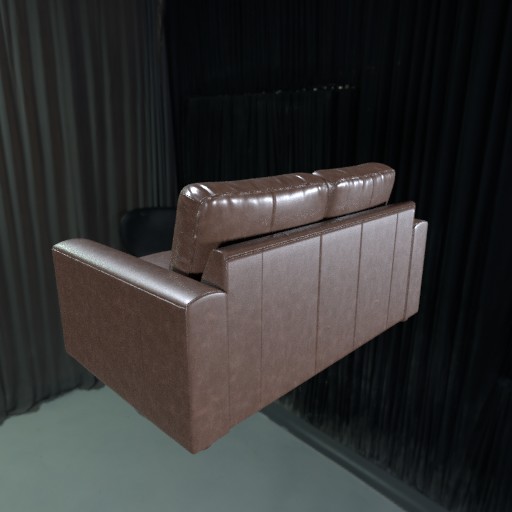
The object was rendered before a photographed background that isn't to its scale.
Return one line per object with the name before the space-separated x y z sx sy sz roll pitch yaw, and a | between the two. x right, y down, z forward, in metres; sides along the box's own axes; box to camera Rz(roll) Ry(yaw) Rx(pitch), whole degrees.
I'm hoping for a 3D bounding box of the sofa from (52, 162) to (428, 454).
sofa | 0.000 0.000 2.202 1.016 0.873 1.616 16 23 42
